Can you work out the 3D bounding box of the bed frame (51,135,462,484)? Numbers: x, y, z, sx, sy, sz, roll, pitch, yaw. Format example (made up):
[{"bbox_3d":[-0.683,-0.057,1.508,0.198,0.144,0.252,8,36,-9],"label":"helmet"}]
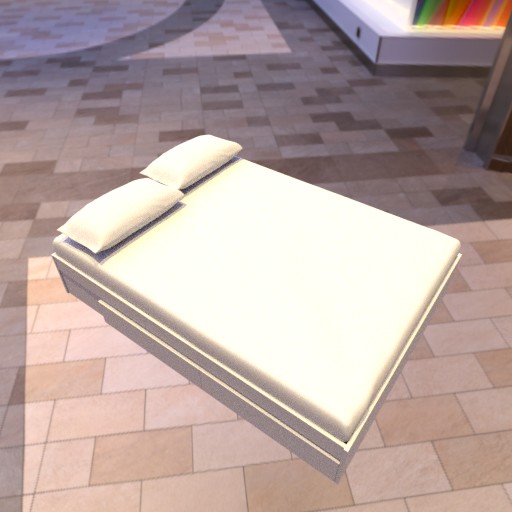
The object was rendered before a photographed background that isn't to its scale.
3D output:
[{"bbox_3d":[0.000,0.000,2.607,1.950,0.629,1.450,26,48,26],"label":"bed frame"}]
